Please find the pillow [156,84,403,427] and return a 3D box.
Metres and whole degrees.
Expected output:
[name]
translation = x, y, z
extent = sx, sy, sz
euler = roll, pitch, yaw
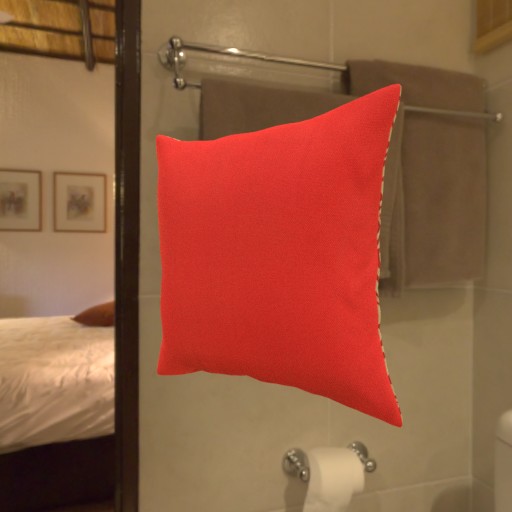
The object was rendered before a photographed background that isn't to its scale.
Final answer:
[pillow]
translation = 0.000, 0.000, 0.792
extent = 0.522, 0.507, 0.192
euler = 1, 1, 36
